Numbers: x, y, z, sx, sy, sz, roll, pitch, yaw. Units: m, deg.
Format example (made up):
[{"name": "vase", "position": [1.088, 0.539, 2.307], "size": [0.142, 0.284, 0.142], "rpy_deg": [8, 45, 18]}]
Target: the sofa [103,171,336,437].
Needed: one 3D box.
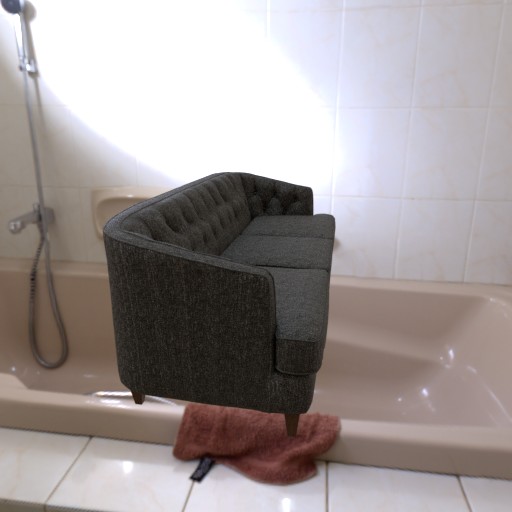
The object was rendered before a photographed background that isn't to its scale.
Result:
[{"name": "sofa", "position": [0.000, 0.000, 2.745], "size": [0.941, 0.855, 2.278], "rpy_deg": [3, 17, 10]}]
